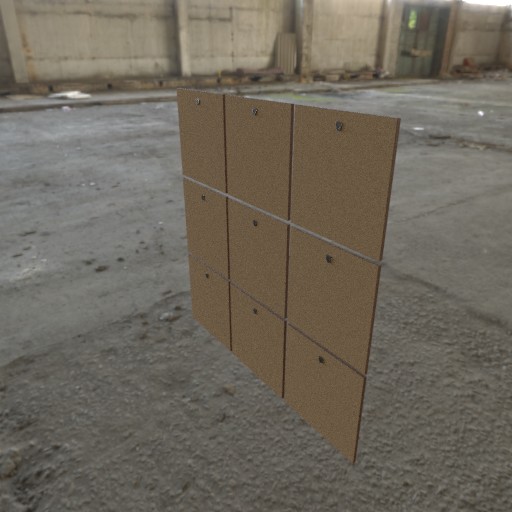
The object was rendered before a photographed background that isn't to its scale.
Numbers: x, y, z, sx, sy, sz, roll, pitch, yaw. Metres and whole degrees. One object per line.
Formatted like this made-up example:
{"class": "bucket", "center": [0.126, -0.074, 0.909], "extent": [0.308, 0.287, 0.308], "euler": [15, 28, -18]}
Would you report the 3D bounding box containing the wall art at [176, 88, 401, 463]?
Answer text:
{"class": "wall art", "center": [0.000, 0.000, 1.816], "extent": [0.019, 1.218, 1.221], "euler": [-17, 30, -32]}
